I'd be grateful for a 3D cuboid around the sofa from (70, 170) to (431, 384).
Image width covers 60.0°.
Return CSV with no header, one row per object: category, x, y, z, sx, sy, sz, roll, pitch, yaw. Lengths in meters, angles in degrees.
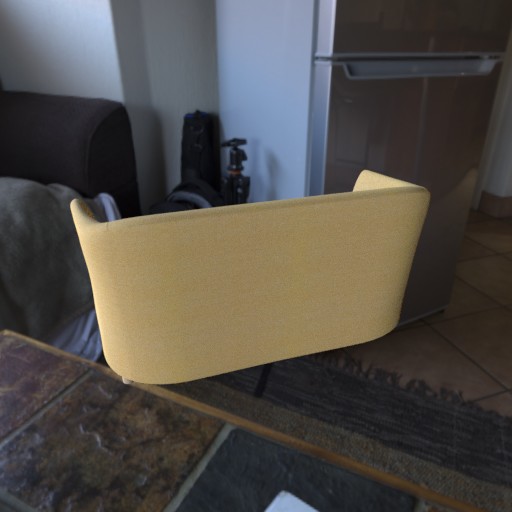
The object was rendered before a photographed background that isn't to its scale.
sofa,0.000,0.000,1.911,1.452,0.721,0.705,-8,28,-16
